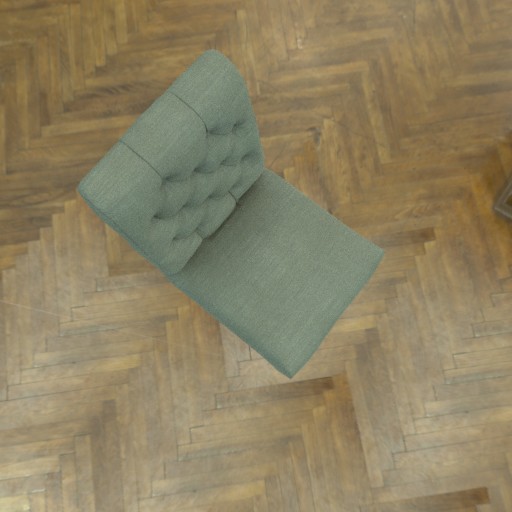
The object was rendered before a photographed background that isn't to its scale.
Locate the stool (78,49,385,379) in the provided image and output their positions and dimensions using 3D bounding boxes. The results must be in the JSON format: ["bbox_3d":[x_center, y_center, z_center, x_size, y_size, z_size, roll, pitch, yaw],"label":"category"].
[{"bbox_3d":[0.000,0.000,1.453,0.660,1.084,0.486,38,79,8],"label":"stool"}]
